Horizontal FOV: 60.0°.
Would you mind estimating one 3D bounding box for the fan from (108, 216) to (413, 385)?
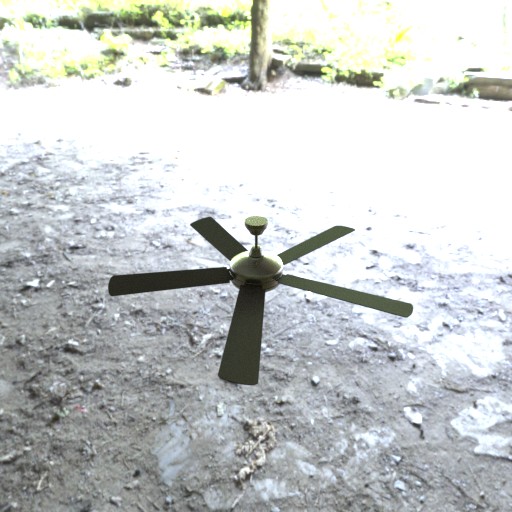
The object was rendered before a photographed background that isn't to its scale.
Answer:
[{"bbox_3d":[0.000,0.000,2.030,1.321,0.356,1.321,-10,31,-17],"label":"fan"}]
